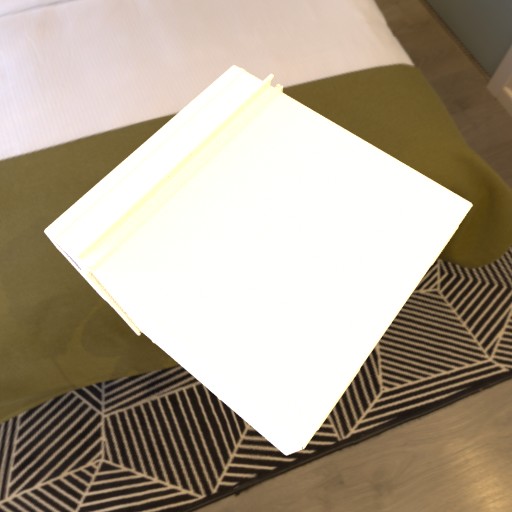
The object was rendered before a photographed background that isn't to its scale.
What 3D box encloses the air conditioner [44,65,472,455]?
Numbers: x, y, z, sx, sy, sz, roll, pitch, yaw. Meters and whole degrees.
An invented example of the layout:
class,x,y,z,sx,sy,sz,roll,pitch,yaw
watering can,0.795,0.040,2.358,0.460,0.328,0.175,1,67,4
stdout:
class,x,y,z,sx,sy,sz,roll,pitch,yaw
air conditioner,0.000,0.000,0.878,0.546,0.388,0.503,36,70,16
